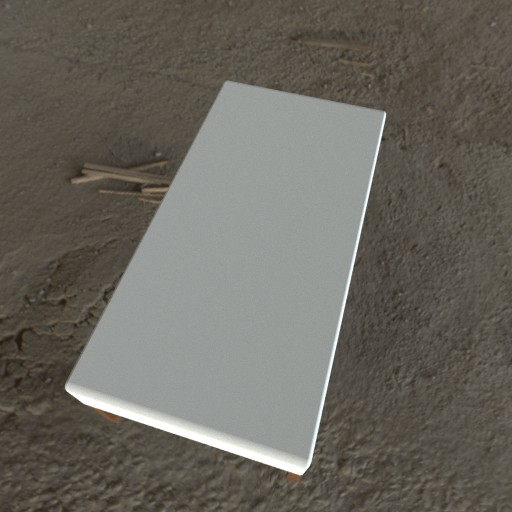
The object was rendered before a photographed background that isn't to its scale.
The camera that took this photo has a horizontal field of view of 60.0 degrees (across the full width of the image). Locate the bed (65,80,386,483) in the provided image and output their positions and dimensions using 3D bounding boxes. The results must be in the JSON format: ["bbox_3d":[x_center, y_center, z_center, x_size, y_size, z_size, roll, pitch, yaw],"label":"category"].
[{"bbox_3d":[0.000,0.000,2.329,0.961,0.616,1.902,14,59,9],"label":"bed"}]
